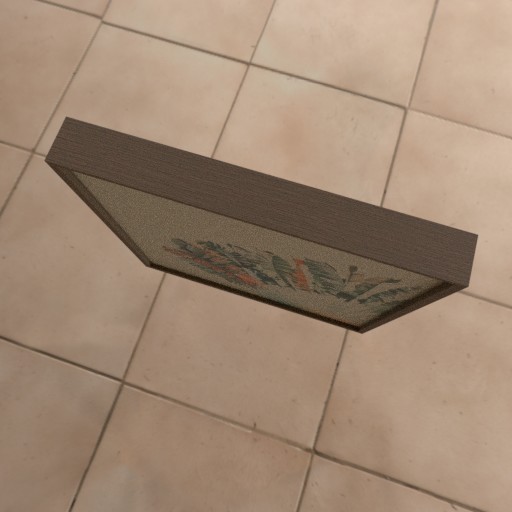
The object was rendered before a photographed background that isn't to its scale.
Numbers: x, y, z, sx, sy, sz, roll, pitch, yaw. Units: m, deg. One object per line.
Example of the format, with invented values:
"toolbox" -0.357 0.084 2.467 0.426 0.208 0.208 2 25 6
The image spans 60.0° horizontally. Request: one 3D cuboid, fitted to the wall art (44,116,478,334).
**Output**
"wall art" 0.000 0.000 0.454 0.304 0.303 0.038 17 75 5
